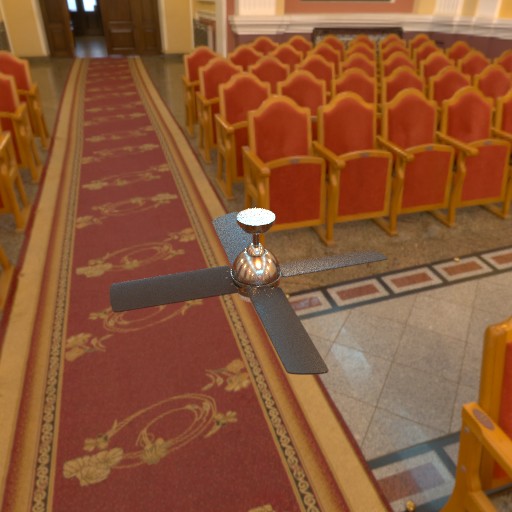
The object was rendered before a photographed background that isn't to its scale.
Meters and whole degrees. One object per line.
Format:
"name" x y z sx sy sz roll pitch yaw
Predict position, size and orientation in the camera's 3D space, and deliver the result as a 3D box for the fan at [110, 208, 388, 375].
"fan" 0.000 0.000 2.047 1.332 0.403 1.332 -9 32 -14
